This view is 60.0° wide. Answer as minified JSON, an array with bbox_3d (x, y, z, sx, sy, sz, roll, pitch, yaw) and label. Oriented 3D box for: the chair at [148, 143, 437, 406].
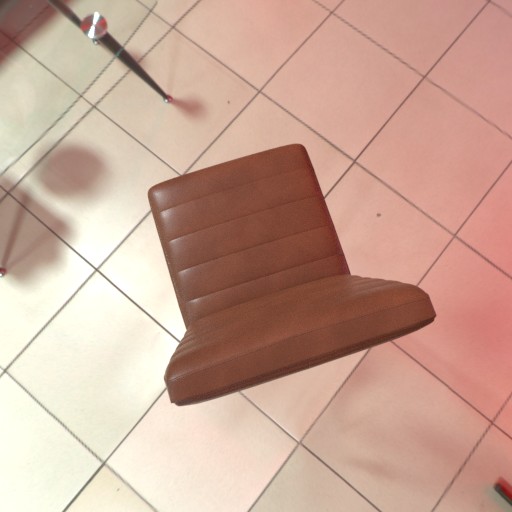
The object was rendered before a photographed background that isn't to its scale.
[{"bbox_3d":[0.000,0.000,1.286,0.520,0.930,0.634,-17,78,-4],"label":"chair"}]
